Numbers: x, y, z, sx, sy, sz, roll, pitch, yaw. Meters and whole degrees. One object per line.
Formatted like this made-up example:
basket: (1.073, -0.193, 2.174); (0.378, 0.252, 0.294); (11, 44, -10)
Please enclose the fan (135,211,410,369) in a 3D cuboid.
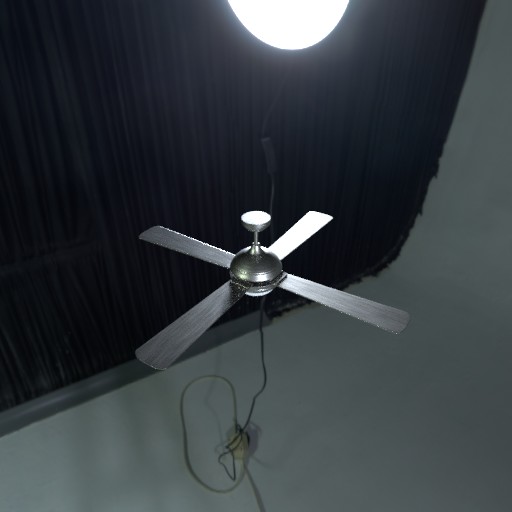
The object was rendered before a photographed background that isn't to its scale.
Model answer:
fan: (0.000, 0.000, 1.977); (1.321, 0.381, 1.321); (-21, 37, -30)
